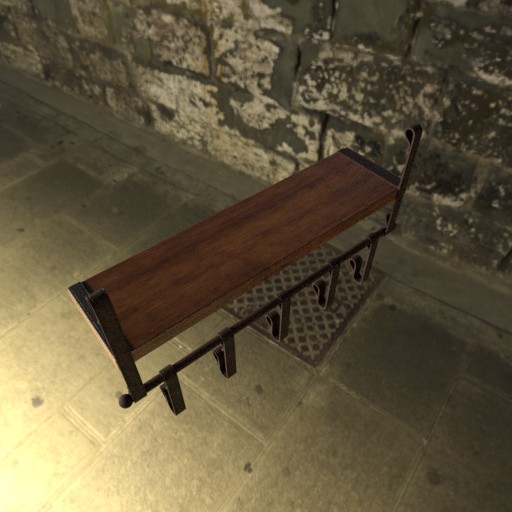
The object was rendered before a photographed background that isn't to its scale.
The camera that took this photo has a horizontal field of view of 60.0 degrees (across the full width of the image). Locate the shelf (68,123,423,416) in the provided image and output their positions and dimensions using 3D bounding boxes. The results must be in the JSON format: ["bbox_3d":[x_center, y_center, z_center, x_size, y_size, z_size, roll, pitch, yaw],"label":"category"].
[{"bbox_3d":[0.000,0.000,0.708,0.567,0.330,0.146,-30,54,-26],"label":"shelf"}]
